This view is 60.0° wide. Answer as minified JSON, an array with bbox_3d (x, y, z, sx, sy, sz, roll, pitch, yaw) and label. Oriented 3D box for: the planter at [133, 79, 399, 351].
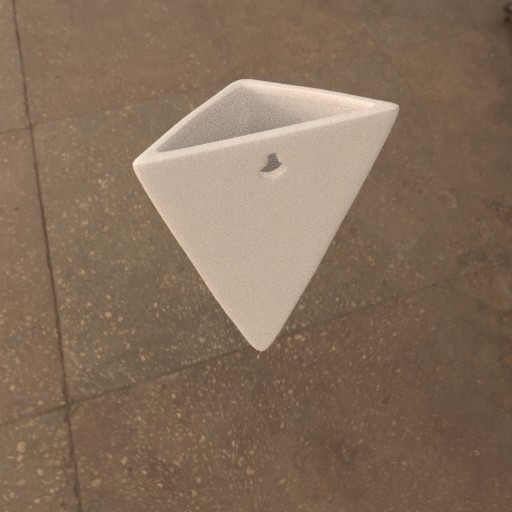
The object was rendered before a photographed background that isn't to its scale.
[{"bbox_3d":[0.000,0.000,0.384,0.143,0.338,0.065,-15,60,-9],"label":"planter"}]
